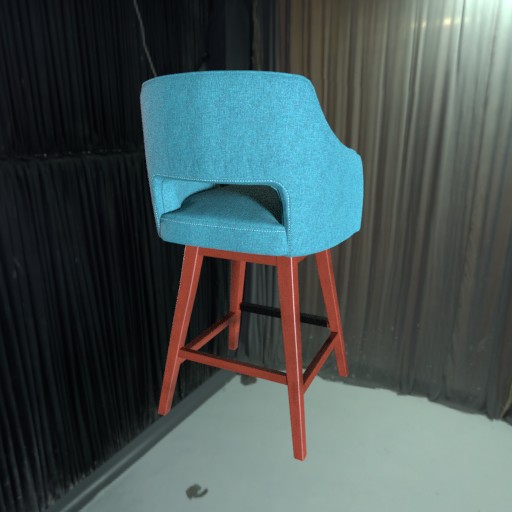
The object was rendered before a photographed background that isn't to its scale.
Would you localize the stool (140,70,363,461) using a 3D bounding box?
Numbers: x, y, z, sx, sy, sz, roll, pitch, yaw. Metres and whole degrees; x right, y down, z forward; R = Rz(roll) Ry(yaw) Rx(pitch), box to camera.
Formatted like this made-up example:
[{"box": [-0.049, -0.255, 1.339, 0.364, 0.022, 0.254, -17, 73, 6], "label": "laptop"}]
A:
[{"box": [0.000, 0.000, 1.307, 0.548, 0.961, 0.556, 8, 18, 24], "label": "stool"}]
